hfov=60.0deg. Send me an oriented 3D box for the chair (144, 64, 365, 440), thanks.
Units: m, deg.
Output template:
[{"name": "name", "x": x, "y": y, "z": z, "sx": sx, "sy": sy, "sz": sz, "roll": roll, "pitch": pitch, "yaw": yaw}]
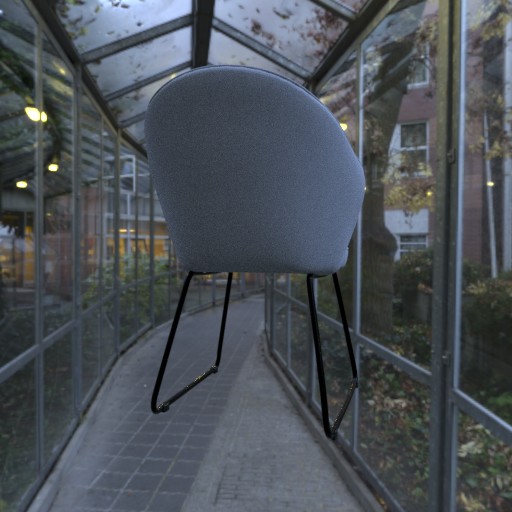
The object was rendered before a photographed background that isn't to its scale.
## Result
[{"name": "chair", "x": 0.000, "y": 0.000, "z": 1.218, "sx": 0.570, "sy": 0.817, "sz": 0.592, "roll": 0, "pitch": 1, "yaw": 18}]
